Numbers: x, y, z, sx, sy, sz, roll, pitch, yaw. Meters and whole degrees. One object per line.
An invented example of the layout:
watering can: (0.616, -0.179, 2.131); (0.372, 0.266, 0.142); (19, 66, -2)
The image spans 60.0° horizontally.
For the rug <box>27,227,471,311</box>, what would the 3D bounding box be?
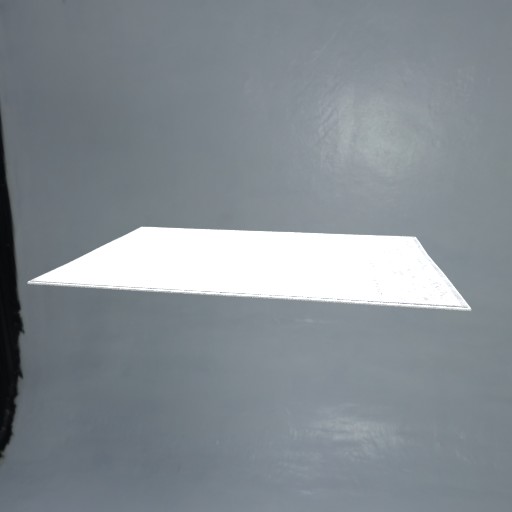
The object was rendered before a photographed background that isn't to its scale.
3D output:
rug: (0.000, 0.000, 3.548); (2.746, 0.018, 1.819); (3, 16, 9)
